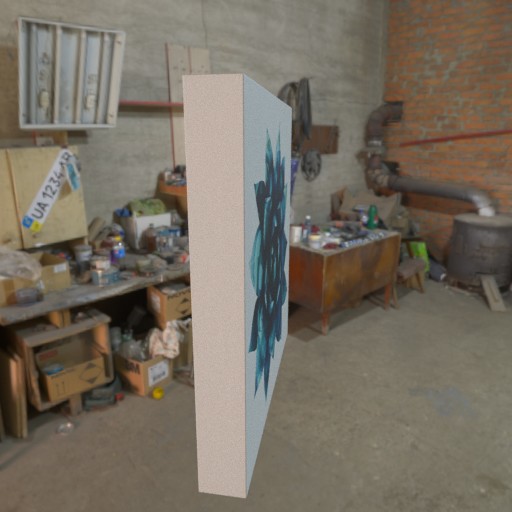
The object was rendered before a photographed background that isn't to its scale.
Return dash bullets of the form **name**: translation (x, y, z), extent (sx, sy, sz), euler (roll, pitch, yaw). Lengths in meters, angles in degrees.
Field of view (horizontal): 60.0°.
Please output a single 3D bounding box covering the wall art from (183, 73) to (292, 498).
- **wall art**: translation (0.000, 0.000, 0.450), extent (0.038, 0.305, 0.305), euler (3, 15, 10)
